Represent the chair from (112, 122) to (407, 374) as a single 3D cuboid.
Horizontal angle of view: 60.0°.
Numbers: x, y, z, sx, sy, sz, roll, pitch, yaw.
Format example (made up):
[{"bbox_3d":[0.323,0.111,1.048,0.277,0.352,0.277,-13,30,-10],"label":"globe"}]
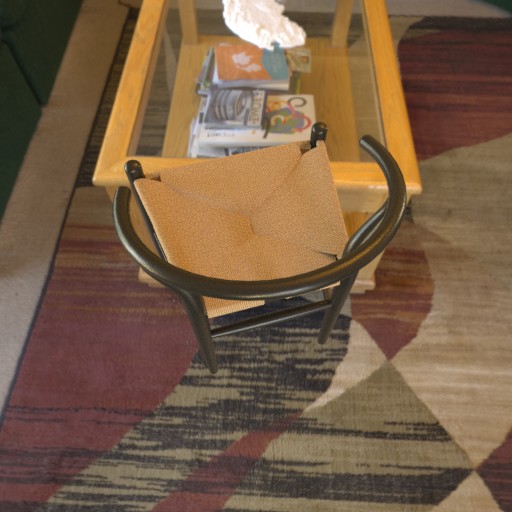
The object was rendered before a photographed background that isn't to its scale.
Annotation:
[{"bbox_3d":[0.000,0.000,1.140,0.570,0.739,0.570,-14,61,-8],"label":"chair"}]
